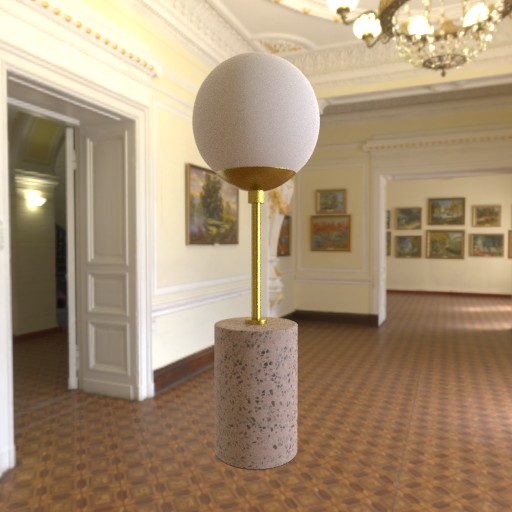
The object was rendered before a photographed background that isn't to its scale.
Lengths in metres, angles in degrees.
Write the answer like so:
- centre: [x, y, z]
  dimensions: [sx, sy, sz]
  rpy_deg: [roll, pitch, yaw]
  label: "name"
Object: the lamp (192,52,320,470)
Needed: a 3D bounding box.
- centre: [0.000, 0.000, 0.543]
  dimensions: [0.153, 0.480, 0.153]
  rpy_deg: [0, 2, 0]
  label: "lamp"
